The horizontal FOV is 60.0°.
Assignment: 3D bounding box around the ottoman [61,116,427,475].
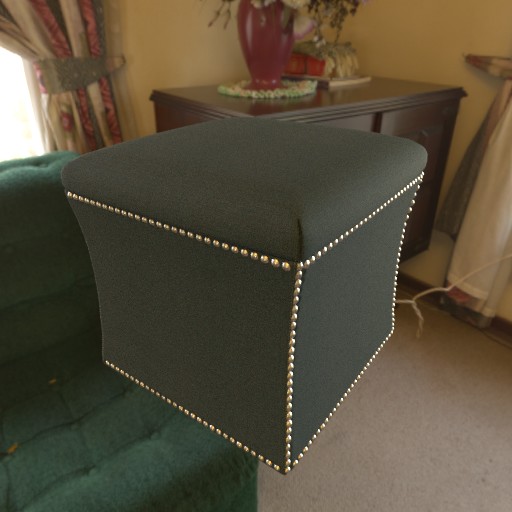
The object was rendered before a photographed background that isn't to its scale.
[{"bbox_3d":[0.000,0.000,0.893,0.497,0.475,0.507,18,32,31],"label":"ottoman"}]
